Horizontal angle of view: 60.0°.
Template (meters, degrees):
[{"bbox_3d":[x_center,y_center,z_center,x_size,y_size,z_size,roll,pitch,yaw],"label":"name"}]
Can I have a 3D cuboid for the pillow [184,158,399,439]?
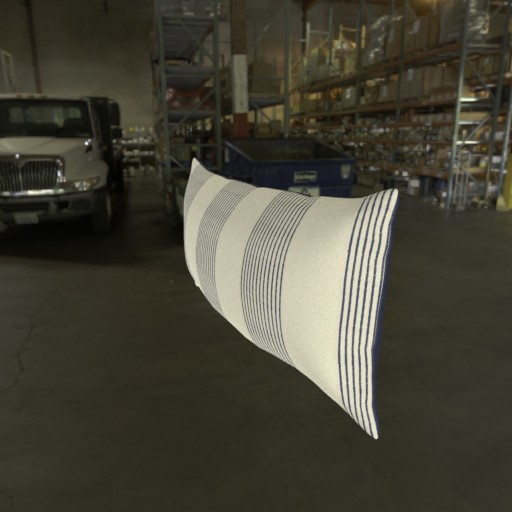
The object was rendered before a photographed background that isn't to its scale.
[{"bbox_3d":[0.000,0.000,0.723,0.151,0.287,0.610,-7,17,-26],"label":"pillow"}]
